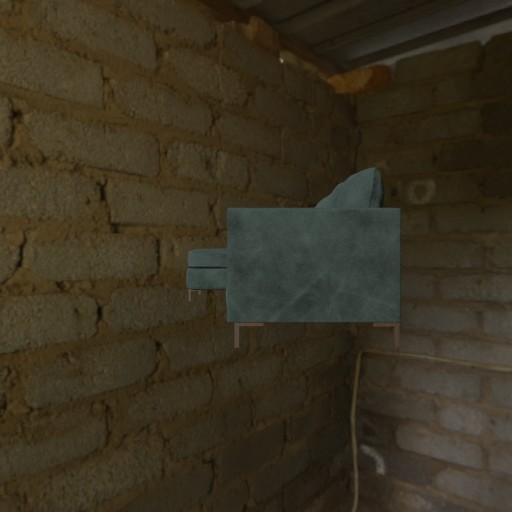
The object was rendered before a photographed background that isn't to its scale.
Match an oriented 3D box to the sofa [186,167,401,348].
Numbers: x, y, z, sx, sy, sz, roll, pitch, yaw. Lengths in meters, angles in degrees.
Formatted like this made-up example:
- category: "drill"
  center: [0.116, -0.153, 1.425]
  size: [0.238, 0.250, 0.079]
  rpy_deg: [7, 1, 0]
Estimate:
- category: "sofa"
  center: [0.000, 0.000, 3.983]
  size: [1.500, 0.967, 3.400]
  rpy_deg: [0, 0, 0]
